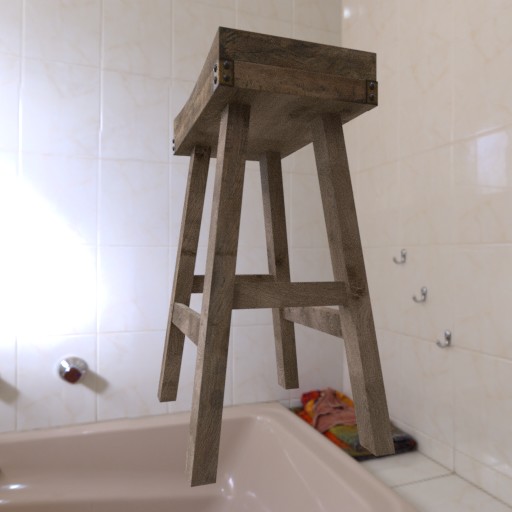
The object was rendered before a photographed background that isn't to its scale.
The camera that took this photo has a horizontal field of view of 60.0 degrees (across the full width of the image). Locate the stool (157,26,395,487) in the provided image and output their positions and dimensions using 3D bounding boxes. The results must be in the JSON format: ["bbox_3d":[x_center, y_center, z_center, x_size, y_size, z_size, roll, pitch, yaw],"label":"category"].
[{"bbox_3d":[0.000,0.000,0.860,0.330,0.635,0.450,0,0,-19],"label":"stool"}]
